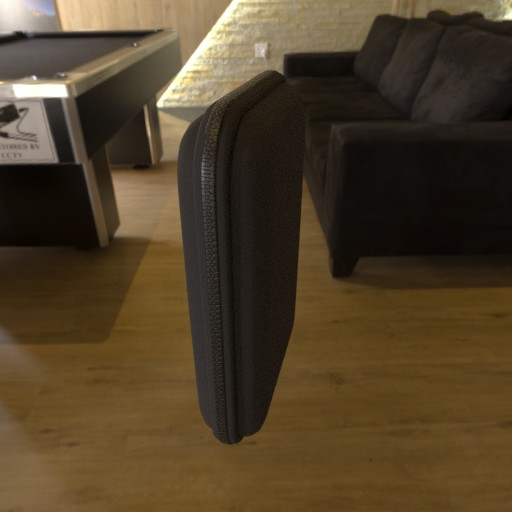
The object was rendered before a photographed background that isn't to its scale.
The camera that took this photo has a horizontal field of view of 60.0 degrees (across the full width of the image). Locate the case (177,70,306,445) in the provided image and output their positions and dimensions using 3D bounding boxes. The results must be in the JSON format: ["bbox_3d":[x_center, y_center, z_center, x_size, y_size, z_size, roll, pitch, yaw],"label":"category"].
[{"bbox_3d":[0.000,0.000,0.197,0.030,0.147,0.107,8,32,13],"label":"case"}]
